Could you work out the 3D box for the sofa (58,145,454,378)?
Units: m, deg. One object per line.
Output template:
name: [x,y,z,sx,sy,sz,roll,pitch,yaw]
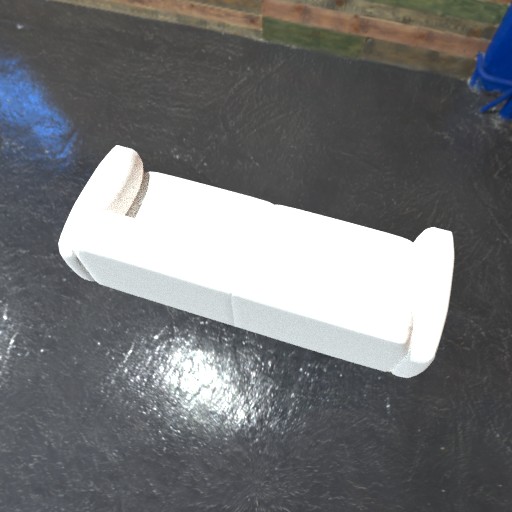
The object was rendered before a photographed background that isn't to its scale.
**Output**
sofa: [0.000,0.000,2.780,2.280,0.780,0.870,16,64,8]
